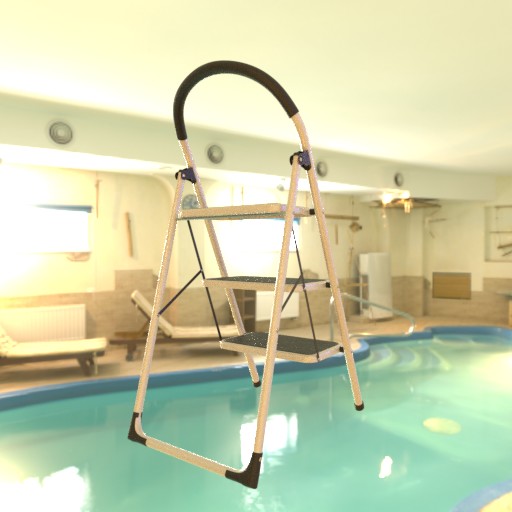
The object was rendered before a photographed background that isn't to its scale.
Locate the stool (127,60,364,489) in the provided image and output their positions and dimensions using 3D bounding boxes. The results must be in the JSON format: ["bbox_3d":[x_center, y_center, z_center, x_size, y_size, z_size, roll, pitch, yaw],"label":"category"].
[{"bbox_3d":[0.000,0.000,1.457,0.485,1.109,0.676,1,1,36],"label":"stool"}]
